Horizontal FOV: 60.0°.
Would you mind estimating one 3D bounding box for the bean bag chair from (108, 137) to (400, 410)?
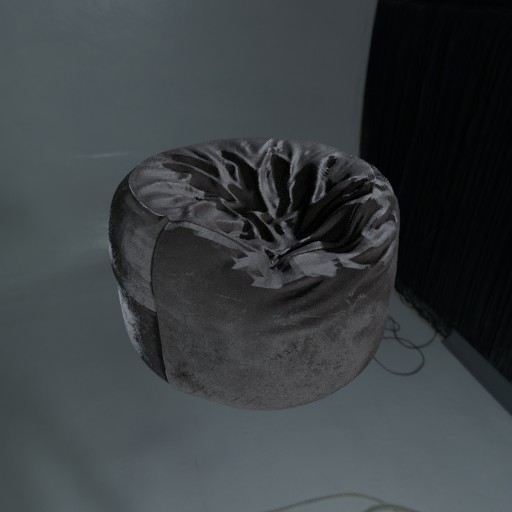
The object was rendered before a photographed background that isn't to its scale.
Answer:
[{"bbox_3d":[0.000,0.000,1.489,0.918,0.605,0.918,0,32,0],"label":"bean bag chair"}]
